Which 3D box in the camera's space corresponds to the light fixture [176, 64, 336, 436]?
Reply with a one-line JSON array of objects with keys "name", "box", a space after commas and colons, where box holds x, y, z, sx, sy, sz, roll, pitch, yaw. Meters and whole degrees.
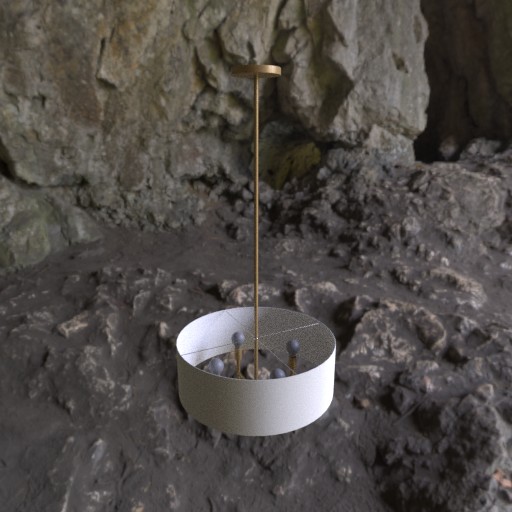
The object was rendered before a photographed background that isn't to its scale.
[{"name": "light fixture", "box": [0.000, 0.000, 1.356, 0.508, 1.067, 0.508, 0, 16, 0]}]
